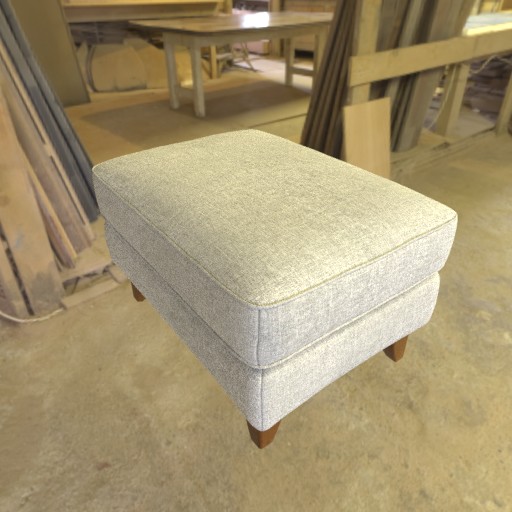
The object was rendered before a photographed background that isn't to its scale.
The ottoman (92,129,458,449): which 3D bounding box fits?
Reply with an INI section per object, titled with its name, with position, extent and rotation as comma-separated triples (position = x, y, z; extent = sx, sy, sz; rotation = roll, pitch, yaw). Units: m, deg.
[ottoman]
position = 0.000, 0.000, 1.336
extent = 0.661, 0.561, 0.889
rotation = -22, 39, -30
